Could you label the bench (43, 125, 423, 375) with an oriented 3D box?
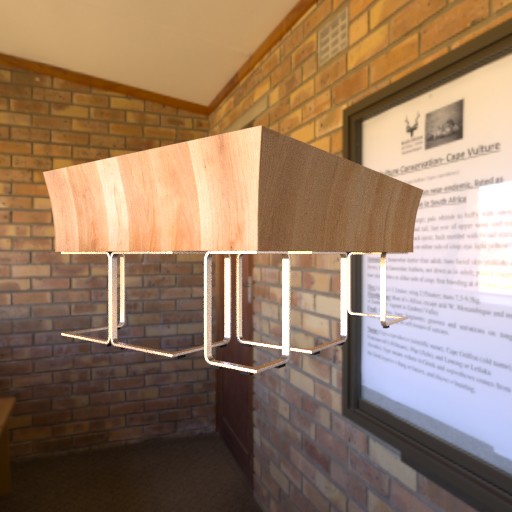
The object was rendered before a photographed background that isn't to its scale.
[{"bbox_3d":[0.000,0.000,2.789,1.495,0.930,1.945,0,0,37],"label":"bench"}]
